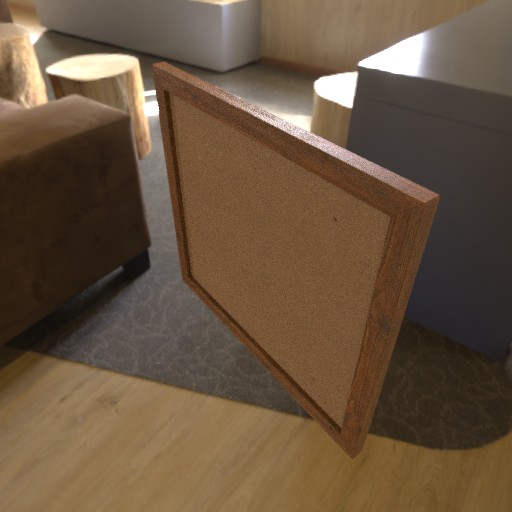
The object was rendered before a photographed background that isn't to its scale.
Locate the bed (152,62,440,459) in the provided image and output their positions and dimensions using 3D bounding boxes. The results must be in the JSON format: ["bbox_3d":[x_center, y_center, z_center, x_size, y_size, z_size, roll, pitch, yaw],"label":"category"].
[{"bbox_3d":[0.000,0.000,1.415,0.046,0.942,1.046,-26,46,-28],"label":"bed"}]
